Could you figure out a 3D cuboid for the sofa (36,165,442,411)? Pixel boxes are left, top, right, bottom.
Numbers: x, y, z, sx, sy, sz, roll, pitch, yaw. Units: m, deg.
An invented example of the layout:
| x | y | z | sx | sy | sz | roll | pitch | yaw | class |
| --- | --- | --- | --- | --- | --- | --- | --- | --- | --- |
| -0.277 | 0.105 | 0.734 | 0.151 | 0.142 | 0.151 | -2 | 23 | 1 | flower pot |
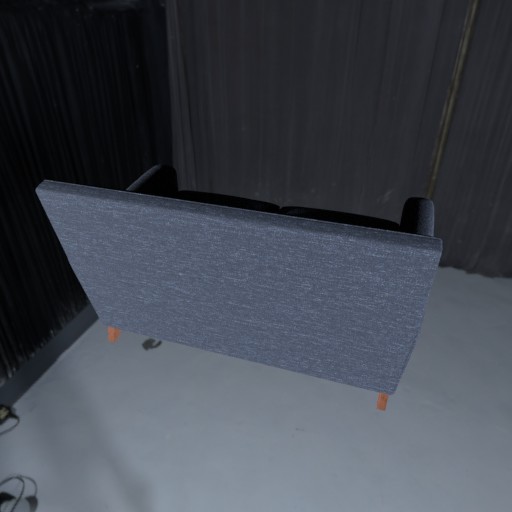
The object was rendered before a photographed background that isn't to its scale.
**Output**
| x | y | z | sx | sy | sz | roll | pitch | yaw | class |
| --- | --- | --- | --- | --- | --- | --- | --- | --- | --- |
| 0.000 | 0.000 | 1.940 | 1.420 | 0.846 | 0.875 | 10 | 34 | 15 | sofa |
